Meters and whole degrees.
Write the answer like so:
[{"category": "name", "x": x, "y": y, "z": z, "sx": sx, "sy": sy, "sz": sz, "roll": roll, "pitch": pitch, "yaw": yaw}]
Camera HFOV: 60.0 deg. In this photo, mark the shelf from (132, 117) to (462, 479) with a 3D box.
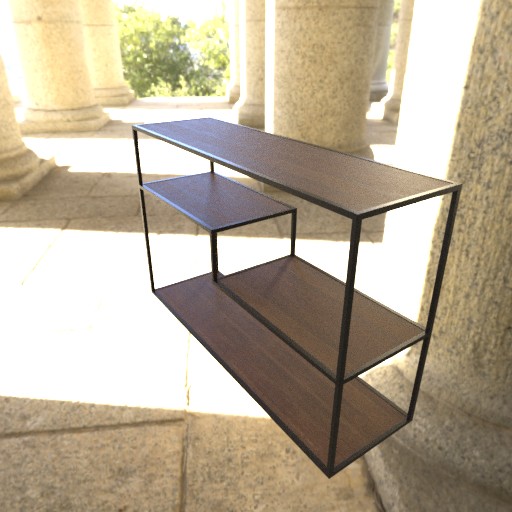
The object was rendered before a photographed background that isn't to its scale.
[{"category": "shelf", "x": 0.000, "y": 0.000, "z": 1.565, "sx": 0.361, "sy": 0.765, "sz": 1.201, "roll": -17, "pitch": 31, "yaw": -31}]
